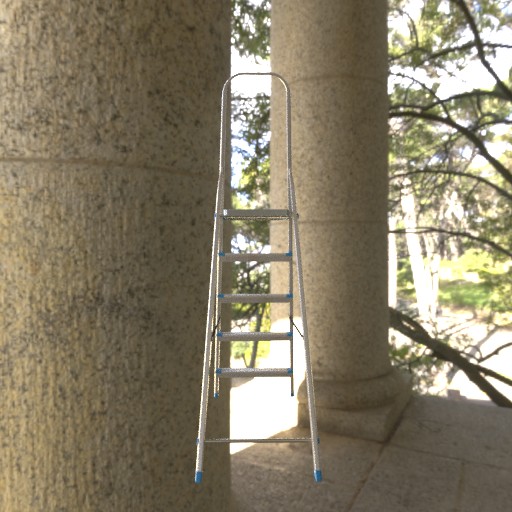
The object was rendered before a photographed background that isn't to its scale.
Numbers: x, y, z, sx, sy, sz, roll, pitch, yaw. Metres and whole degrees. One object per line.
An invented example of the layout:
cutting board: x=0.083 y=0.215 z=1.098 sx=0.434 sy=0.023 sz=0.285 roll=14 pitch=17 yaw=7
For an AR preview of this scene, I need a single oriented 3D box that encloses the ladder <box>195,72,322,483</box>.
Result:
ladder: x=0.000 y=0.000 z=2.109 sx=0.468 sy=1.648 sz=0.990 roll=0 pitch=1 yaw=-1
